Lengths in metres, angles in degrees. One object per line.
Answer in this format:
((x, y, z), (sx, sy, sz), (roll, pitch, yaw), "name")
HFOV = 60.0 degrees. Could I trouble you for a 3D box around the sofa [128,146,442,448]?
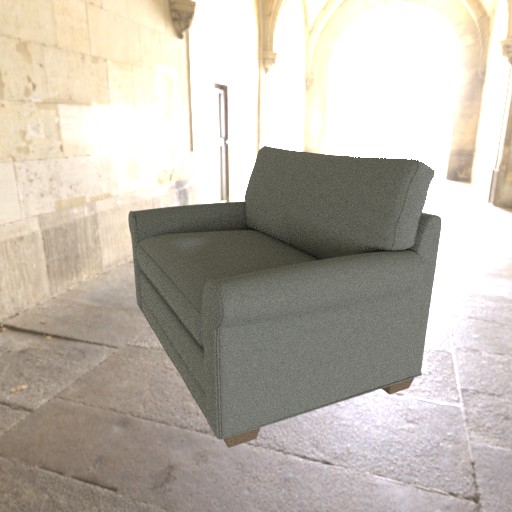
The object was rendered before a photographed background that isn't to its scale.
((0.000, 0.000, 2.088), (0.940, 0.953, 1.410), (-8, 18, -25), "sofa")
